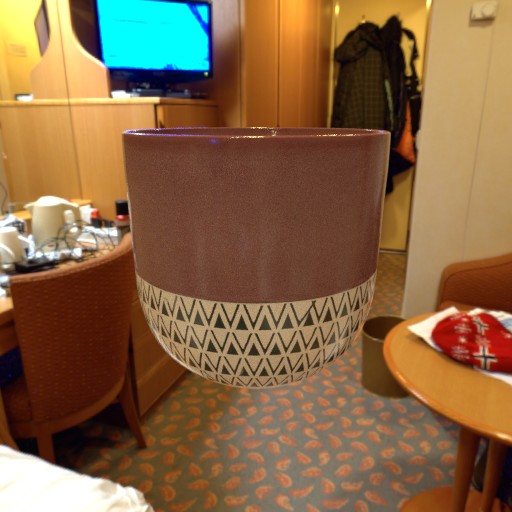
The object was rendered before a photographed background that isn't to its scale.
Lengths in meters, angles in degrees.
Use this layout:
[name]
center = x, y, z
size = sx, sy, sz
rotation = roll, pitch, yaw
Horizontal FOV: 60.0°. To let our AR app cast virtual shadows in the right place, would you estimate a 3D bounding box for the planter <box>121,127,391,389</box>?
[planter]
center = 0.000, 0.000, 0.495
size = 0.266, 0.270, 0.266
rotation = 0, 18, 0
